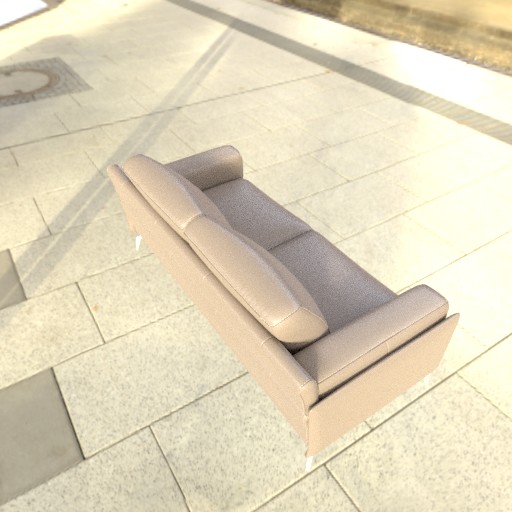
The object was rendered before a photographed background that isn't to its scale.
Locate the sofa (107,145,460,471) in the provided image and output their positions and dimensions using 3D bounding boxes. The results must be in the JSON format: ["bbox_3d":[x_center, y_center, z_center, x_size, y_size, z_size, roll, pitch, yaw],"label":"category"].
[{"bbox_3d":[0.000,0.000,2.627,1.049,0.930,2.101,-25,47,-26],"label":"sofa"}]
